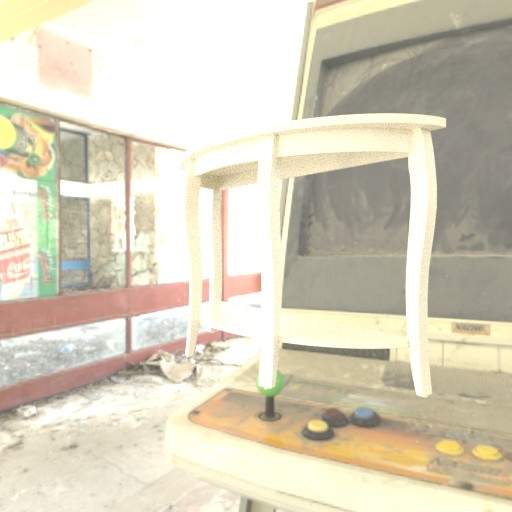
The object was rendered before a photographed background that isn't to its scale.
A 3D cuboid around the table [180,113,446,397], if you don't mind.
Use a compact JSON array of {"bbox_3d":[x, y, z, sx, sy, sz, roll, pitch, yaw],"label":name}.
[{"bbox_3d":[0.000,0.000,1.602,0.394,0.780,1.219,-1,2,-37],"label":"table"}]
